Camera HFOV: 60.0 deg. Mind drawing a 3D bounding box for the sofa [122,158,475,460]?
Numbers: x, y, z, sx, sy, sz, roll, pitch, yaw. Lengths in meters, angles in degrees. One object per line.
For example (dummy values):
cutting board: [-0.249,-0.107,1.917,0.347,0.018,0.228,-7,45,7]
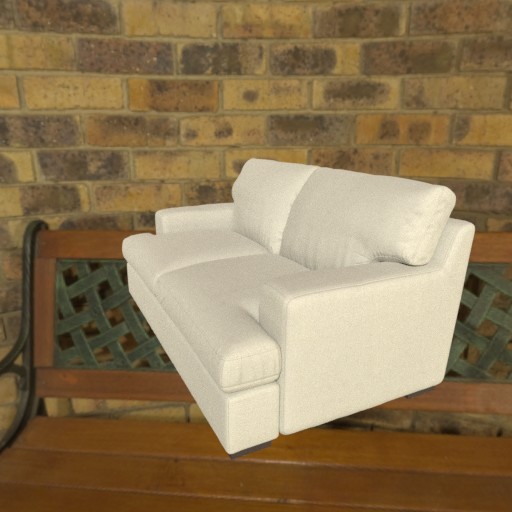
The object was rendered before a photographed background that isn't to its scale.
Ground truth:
sofa: [0.000,0.000,2.428,1.143,0.940,1.880,-8,18,-25]
